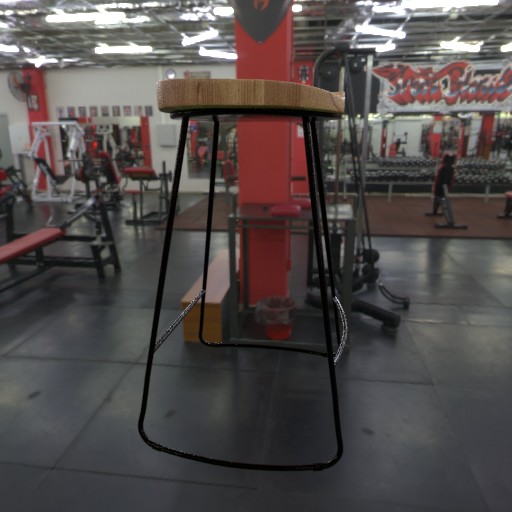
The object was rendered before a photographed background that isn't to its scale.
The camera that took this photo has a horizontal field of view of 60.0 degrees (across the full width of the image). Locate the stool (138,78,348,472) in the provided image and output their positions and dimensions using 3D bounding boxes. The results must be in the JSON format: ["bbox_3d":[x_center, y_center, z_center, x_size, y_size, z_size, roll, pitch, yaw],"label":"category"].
[{"bbox_3d":[0.000,0.000,0.947,0.401,0.679,0.480,3,16,10],"label":"stool"}]
